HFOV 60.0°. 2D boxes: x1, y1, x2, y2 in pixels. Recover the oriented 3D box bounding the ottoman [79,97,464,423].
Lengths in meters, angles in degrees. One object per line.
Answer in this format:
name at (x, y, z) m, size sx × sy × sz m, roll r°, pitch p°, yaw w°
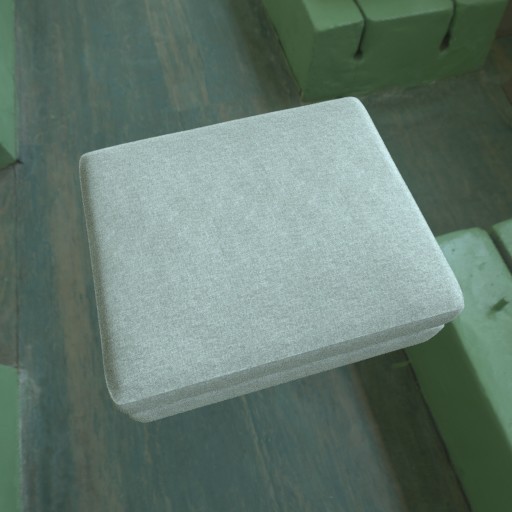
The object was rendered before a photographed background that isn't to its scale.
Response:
ottoman at (0.000, 0.000, 1.251) m, size 0.821 × 0.474 × 0.693 m, roll -14°, pitch 64°, yaw -7°
